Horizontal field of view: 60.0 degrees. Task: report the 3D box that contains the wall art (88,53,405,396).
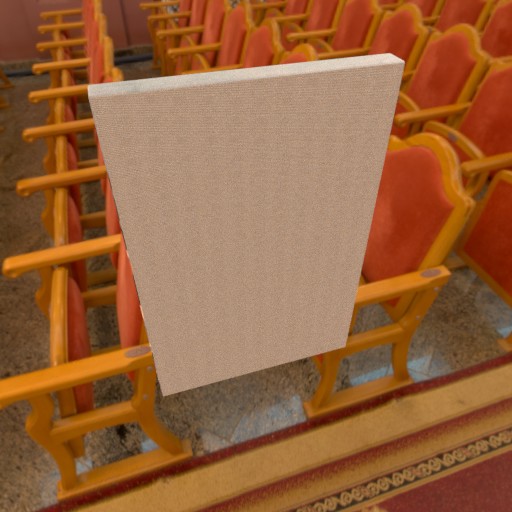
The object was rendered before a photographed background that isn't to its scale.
[{"bbox_3d":[0.000,0.000,1.130,0.609,0.911,0.061,-12,42,-13],"label":"wall art"}]
